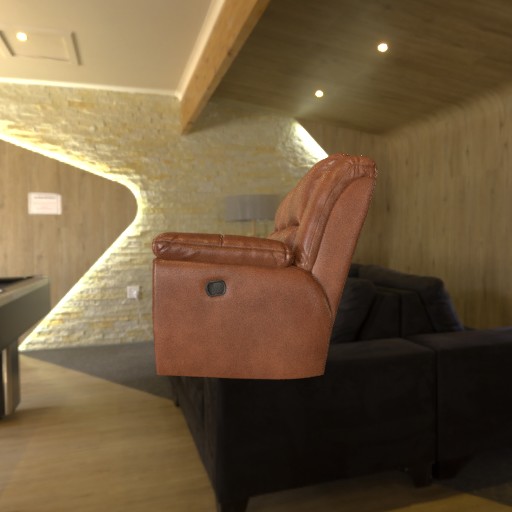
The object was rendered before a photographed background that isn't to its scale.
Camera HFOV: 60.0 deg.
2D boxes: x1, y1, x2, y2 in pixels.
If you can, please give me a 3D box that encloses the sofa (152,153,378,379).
[{"bbox_3d":[0.000,0.000,2.947,0.991,1.043,2.337,0,2,-1],"label":"sofa"}]
